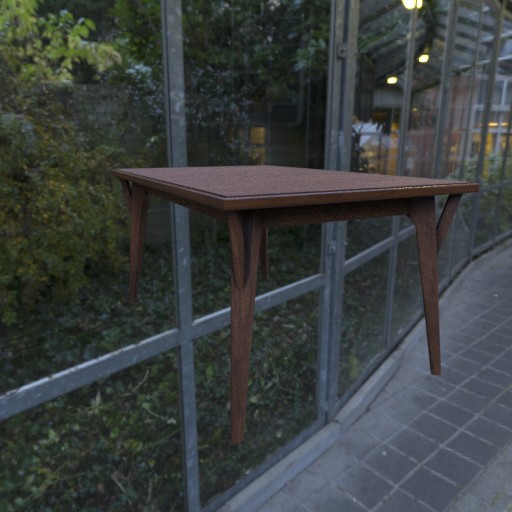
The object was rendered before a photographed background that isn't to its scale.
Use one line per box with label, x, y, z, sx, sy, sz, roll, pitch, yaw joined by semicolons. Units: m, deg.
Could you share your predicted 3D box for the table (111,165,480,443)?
table;0.000;0.000;2.091;0.990;0.761;1.524;-7;16;-27
